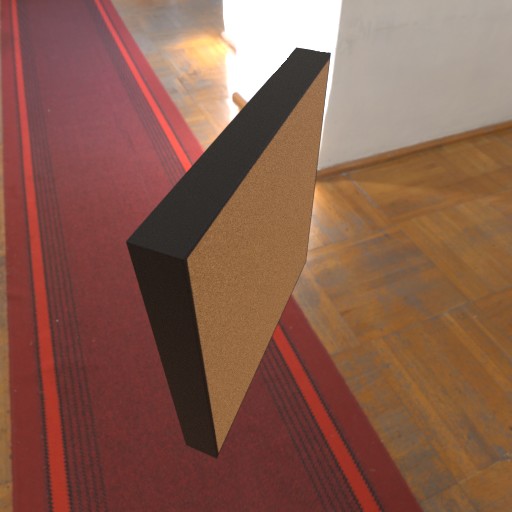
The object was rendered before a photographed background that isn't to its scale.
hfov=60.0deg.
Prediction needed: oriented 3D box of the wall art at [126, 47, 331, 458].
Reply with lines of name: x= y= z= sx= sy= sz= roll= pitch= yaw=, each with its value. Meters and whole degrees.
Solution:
wall art: x=0.000 y=0.000 z=0.455 sx=0.037 sy=0.303 sz=0.304 roll=16 pitch=48 yaw=15
